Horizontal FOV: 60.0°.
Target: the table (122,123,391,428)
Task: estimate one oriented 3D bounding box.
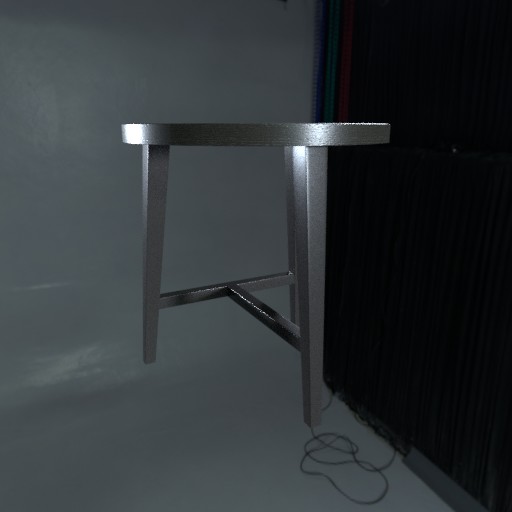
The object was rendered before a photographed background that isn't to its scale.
[{"bbox_3d":[0.000,0.000,0.932,0.500,0.531,0.500,0,16,0],"label":"table"}]
